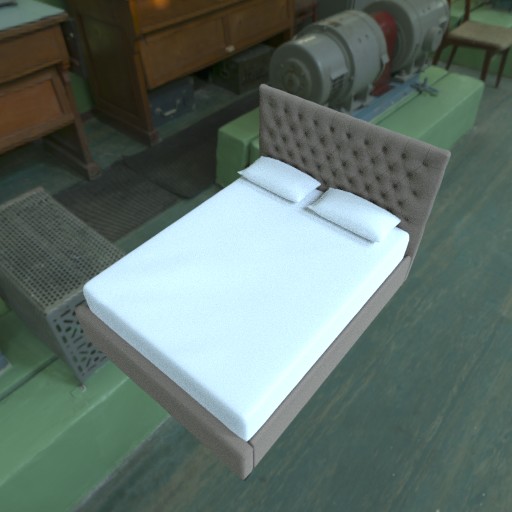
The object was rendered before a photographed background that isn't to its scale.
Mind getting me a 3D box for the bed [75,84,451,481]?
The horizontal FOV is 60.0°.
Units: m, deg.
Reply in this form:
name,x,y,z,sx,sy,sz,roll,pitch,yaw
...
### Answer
name,x,y,z,sx,sy,sz,roll,pitch,yaw
bed,0.000,0.000,3.322,1.696,1.426,2.233,31,53,27
